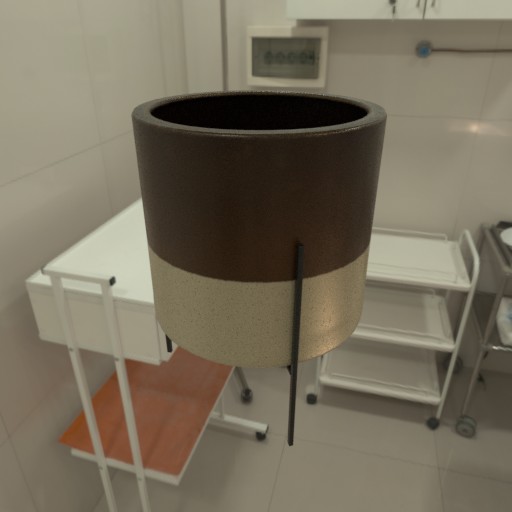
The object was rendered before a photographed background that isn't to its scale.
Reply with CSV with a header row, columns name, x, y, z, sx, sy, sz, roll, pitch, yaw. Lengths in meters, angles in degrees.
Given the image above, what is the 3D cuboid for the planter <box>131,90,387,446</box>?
name,x,y,z,sx,sy,sz,roll,pitch,yaw
planter,0.000,0.000,0.718,0.354,0.465,0.345,7,29,13
